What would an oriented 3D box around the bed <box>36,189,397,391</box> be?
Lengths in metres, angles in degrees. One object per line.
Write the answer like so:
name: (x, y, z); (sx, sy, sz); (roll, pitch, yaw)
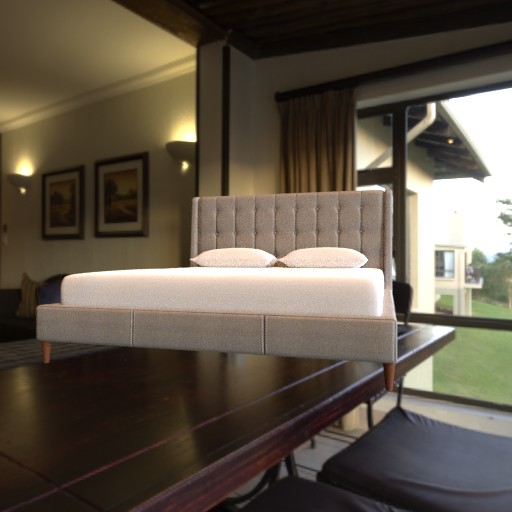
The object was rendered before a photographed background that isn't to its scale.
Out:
bed: (0.000, 0.000, 3.470); (2.062, 1.289, 2.342); (0, 0, 16)
